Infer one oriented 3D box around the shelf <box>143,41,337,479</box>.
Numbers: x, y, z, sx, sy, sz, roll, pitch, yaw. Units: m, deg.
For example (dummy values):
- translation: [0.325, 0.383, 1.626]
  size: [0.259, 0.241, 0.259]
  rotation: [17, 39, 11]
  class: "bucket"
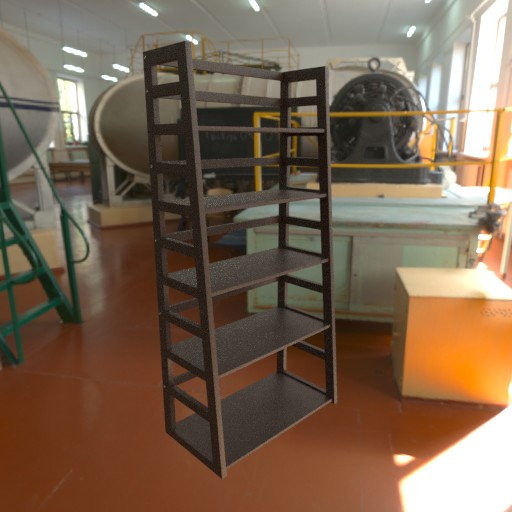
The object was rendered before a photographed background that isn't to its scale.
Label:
- translation: [0.000, 0.000, 1.933]
  size: [0.763, 1.600, 0.403]
  rotation: [-14, 20, -42]
  class: "shelf"
